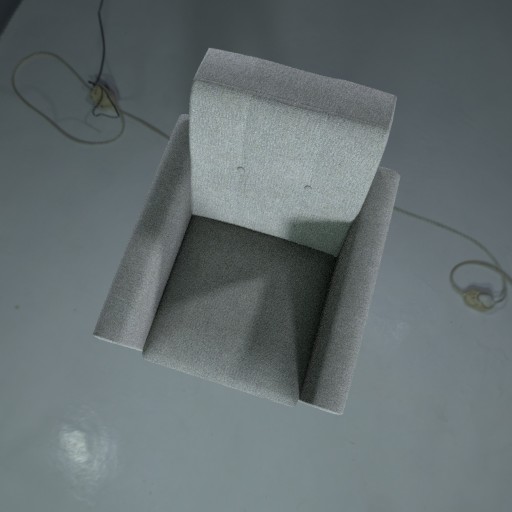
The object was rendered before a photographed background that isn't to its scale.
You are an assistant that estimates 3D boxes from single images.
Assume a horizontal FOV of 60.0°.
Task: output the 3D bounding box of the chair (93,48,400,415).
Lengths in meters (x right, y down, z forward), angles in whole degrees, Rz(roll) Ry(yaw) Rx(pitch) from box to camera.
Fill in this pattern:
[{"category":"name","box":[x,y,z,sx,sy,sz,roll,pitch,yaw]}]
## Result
[{"category":"chair","box":[0.000,0.000,1.632,0.845,0.968,0.942,16,75,5]}]
